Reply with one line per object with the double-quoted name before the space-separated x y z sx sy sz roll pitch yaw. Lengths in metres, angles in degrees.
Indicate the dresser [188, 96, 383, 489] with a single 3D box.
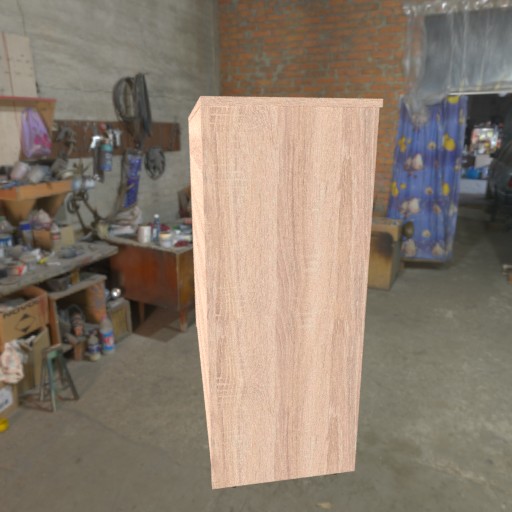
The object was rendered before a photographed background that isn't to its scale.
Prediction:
"dresser" 0.000 0.000 1.448 0.380 0.900 0.980 -3 15 -9
